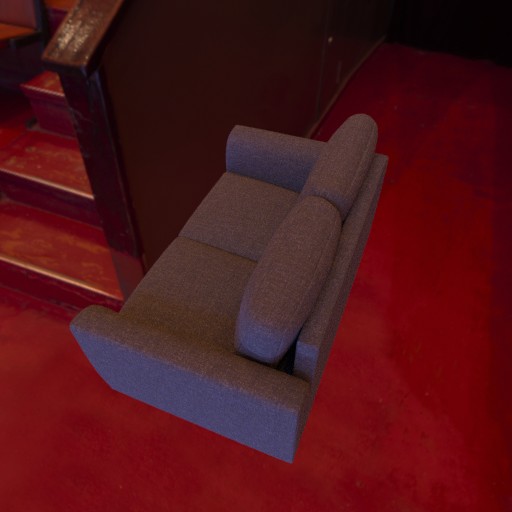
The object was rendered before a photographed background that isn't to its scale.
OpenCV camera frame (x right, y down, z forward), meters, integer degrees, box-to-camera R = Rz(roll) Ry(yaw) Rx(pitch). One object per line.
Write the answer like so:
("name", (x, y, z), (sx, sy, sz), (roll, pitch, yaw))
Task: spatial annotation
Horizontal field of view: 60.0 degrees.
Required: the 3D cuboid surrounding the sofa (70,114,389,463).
("sofa", (0.000, 0.000, 1.979), (0.851, 0.885, 1.423), (16, 49, 15))
